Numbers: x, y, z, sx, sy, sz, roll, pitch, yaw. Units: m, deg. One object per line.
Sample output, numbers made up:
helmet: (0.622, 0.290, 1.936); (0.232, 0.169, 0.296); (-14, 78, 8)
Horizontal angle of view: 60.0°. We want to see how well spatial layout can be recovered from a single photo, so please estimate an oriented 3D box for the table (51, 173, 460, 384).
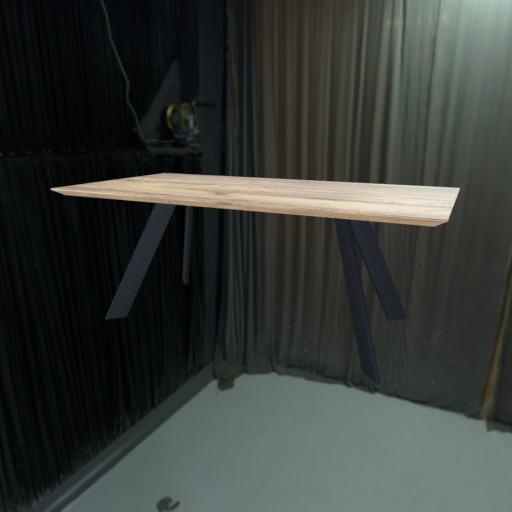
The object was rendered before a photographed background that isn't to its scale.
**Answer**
table: (0.000, 0.000, 2.526); (2.000, 0.770, 1.000); (8, 18, 25)
